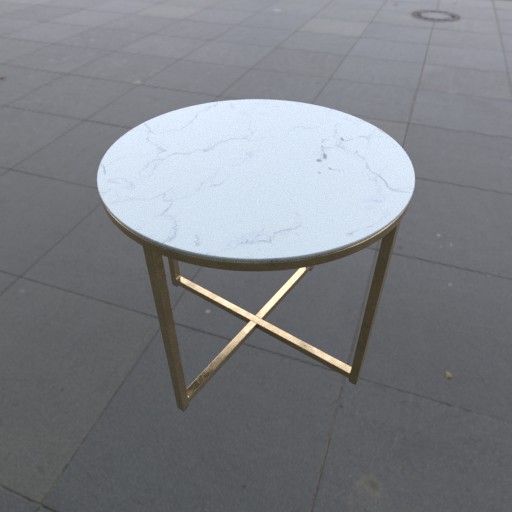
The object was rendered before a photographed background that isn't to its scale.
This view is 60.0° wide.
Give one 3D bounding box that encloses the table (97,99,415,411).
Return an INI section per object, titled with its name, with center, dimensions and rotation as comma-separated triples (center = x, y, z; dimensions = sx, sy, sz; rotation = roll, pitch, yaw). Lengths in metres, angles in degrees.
[table]
center = 0.000, 0.000, 0.858
dimensions = 0.500, 0.420, 0.500
rotation = 0, 41, 0
